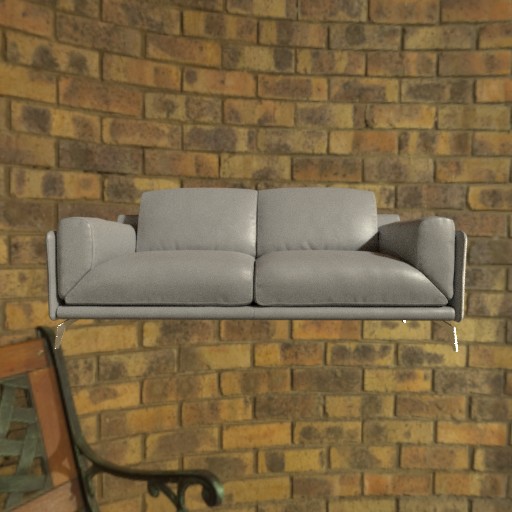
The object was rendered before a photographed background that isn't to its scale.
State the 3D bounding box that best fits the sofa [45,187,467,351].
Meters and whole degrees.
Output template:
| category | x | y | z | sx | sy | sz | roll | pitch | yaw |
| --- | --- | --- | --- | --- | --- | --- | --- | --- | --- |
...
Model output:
| category | x | y | z | sx | sy | sz | roll | pitch | yaw |
| --- | --- | --- | --- | --- | --- | --- | --- | --- | --- |
| sofa | 0.000 | 0.000 | 2.690 | 2.101 | 0.930 | 1.049 | 0 | 1 | 1 |
